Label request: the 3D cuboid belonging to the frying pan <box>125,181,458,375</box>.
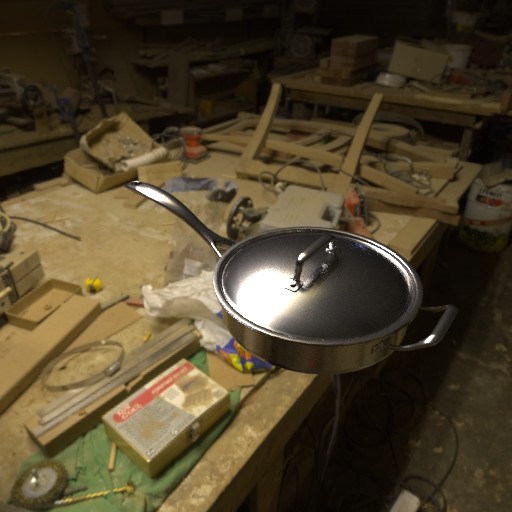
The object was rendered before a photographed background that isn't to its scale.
[{"bbox_3d":[0.000,0.000,0.659,0.561,0.114,0.280,21,37,31],"label":"frying pan"}]
